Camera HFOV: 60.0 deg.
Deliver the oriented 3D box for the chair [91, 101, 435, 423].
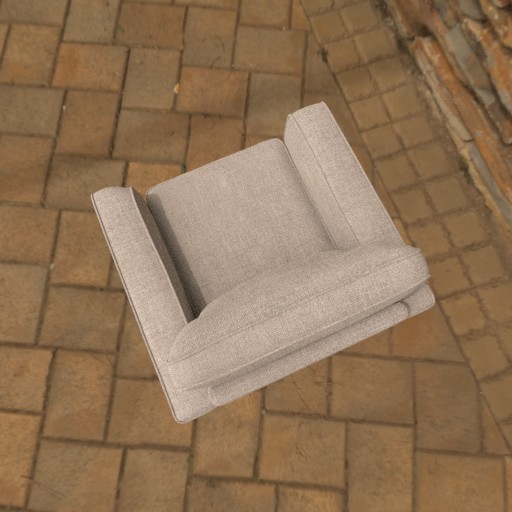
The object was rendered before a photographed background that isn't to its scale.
[{"bbox_3d":[0.000,0.000,1.783,1.015,0.965,0.939,-23,76,-6],"label":"chair"}]
